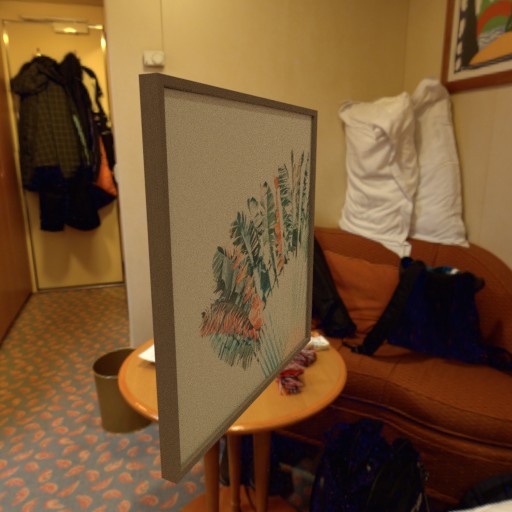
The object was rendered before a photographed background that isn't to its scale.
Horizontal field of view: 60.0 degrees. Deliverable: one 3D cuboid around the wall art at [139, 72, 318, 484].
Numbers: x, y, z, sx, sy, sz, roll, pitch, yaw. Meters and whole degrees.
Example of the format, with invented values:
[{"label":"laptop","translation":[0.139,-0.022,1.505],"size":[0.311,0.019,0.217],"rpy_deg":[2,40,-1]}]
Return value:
[{"label":"wall art","translation":[0.000,0.000,1.124],"size":[0.038,0.758,0.761],"rpy_deg":[7,15,26]}]
